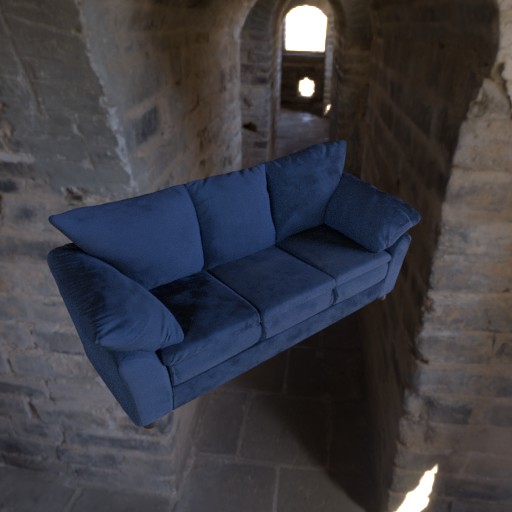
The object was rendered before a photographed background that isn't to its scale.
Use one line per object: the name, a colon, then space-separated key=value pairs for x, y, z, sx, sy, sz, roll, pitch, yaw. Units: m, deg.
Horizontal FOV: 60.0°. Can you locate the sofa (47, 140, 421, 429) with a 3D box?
sofa: x=0.000 y=0.000 z=2.857 sx=2.390 sy=1.091 sz=0.907 roll=-21 pitch=34 yaw=-33
